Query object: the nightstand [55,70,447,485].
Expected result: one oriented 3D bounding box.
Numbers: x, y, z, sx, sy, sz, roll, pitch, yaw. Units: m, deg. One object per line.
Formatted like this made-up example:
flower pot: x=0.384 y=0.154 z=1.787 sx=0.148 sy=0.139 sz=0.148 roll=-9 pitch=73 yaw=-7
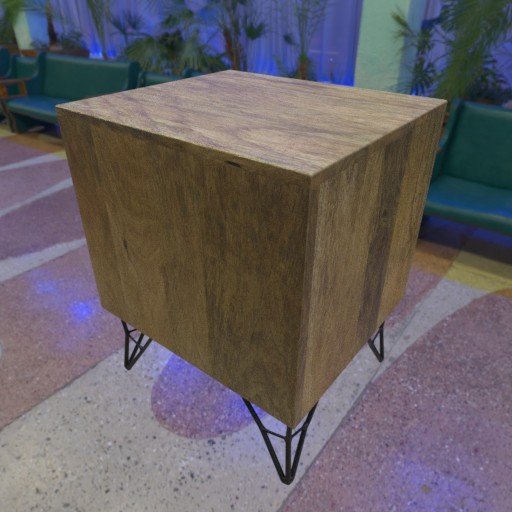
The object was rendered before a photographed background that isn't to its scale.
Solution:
nightstand: x=0.000 y=0.000 z=0.832 sx=0.457 sy=0.559 sz=0.406 roll=22 pitch=38 yaw=32
